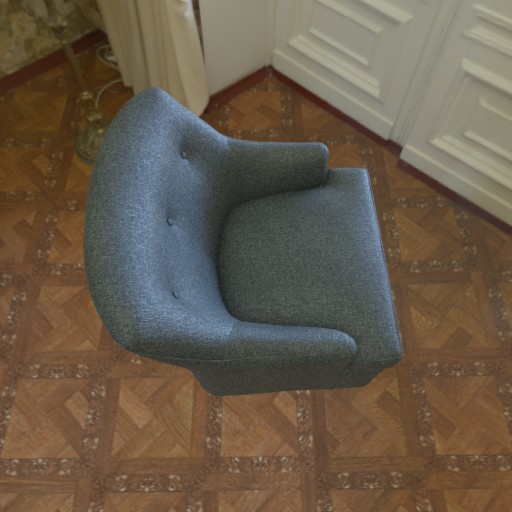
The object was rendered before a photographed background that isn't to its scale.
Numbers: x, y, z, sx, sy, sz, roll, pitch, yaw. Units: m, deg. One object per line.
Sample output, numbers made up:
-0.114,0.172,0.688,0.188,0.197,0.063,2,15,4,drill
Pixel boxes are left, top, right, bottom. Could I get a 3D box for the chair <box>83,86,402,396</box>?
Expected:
0.000,0.000,1.556,0.923,0.856,0.864,-2,62,-1,chair
